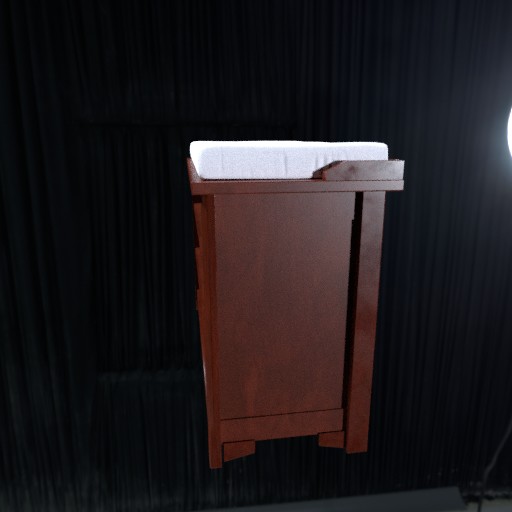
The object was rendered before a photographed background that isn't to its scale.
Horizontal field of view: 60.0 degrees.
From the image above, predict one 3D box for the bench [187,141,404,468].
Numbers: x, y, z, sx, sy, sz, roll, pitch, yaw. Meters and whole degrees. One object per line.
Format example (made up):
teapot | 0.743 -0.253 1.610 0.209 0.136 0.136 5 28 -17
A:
bench | 0.000 0.000 1.287 0.369 0.646 0.987 -2 15 -9
